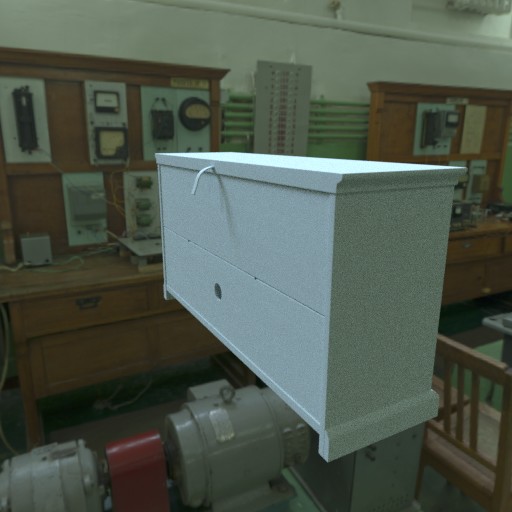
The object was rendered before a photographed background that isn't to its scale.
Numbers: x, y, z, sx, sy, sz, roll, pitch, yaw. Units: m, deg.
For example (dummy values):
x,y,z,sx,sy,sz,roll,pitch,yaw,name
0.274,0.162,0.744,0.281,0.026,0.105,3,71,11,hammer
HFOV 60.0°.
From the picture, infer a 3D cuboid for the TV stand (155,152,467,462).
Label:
x,y,z,sx,sy,sz,roll,pitch,yaw,name
0.000,0.000,1.452,0.424,0.624,1.187,-8,17,-28,TV stand
